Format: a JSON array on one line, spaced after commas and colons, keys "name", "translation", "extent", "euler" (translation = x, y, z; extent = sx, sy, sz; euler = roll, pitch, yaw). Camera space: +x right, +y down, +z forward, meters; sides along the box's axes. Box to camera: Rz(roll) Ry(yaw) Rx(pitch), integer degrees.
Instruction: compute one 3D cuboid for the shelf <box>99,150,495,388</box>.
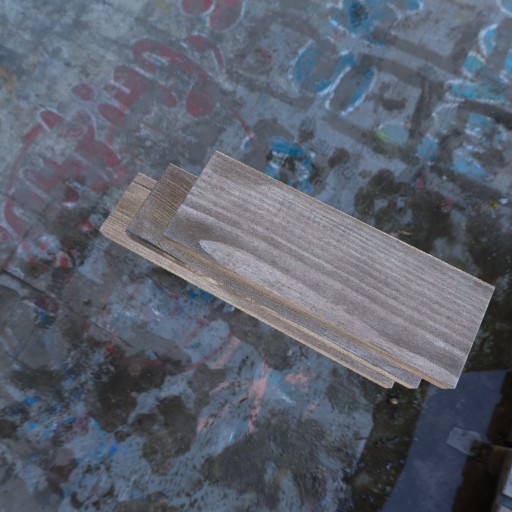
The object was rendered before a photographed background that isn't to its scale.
[{"name": "shelf", "translation": [0.000, 0.000, 0.721], "extent": [0.610, 0.293, 0.140], "euler": [27, 75, 8]}]
